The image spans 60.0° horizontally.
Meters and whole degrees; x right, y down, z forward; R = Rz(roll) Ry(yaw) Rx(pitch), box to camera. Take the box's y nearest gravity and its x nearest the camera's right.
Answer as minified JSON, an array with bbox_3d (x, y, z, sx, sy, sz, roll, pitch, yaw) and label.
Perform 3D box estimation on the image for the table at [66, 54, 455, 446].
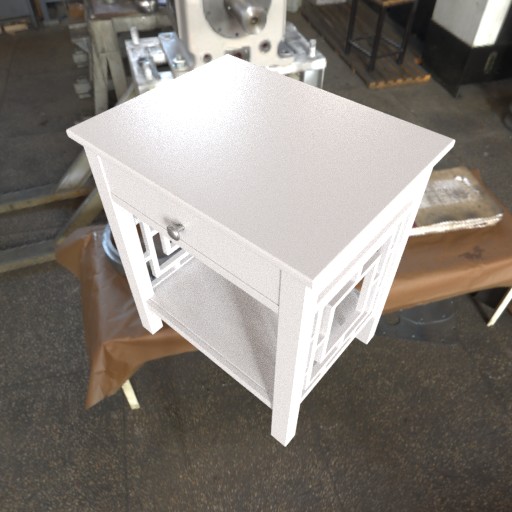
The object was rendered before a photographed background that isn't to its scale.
[{"bbox_3d":[0.000,0.000,1.044,0.564,0.646,0.451,32,55,26],"label":"table"}]
